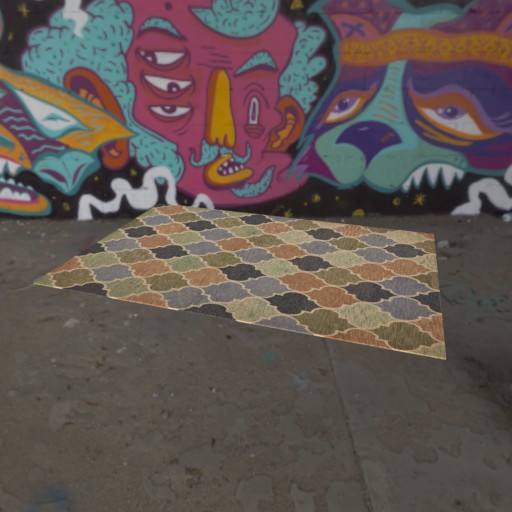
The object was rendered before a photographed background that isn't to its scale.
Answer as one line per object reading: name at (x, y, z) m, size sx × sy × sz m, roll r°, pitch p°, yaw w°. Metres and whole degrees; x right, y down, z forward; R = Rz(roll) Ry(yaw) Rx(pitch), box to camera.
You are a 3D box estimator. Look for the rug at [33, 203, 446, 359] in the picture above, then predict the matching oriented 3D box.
rug at (0.000, 0.000, 2.369) m, size 1.828 × 0.006 × 1.216 m, roll 8°, pitch 27°, yaw 16°
